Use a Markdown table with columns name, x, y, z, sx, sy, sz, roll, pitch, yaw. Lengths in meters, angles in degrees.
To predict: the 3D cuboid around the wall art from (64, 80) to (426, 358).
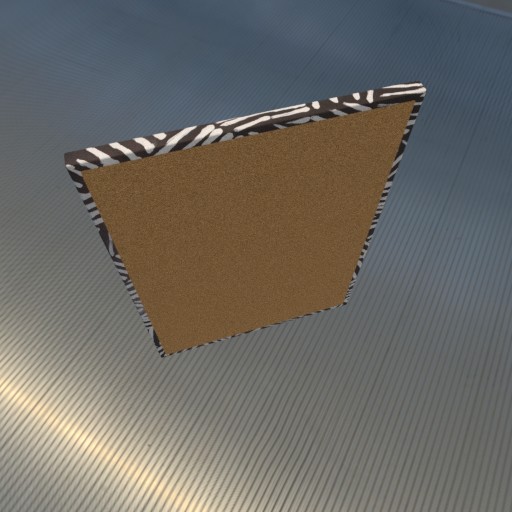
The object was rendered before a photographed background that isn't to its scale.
| name | x | y | z | sx | sy | sz | roll | pitch | yaw |
| --- | --- | --- | --- | --- | --- | --- | --- | --- | --- |
| wall art | 0.000 | 0.000 | 1.330 | 0.765 | 1.017 | 0.038 | -15 | 58 | -9 |
